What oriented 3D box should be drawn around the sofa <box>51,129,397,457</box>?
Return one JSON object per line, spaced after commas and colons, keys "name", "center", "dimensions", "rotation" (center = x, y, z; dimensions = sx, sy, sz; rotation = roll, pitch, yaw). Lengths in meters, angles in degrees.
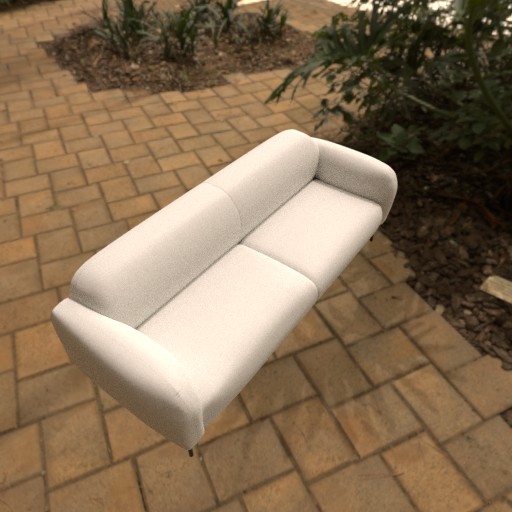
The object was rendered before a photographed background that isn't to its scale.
{"name": "sofa", "center": [0.000, 0.000, 2.657], "dimensions": [0.880, 0.780, 2.257], "rotation": [26, 48, 26]}
